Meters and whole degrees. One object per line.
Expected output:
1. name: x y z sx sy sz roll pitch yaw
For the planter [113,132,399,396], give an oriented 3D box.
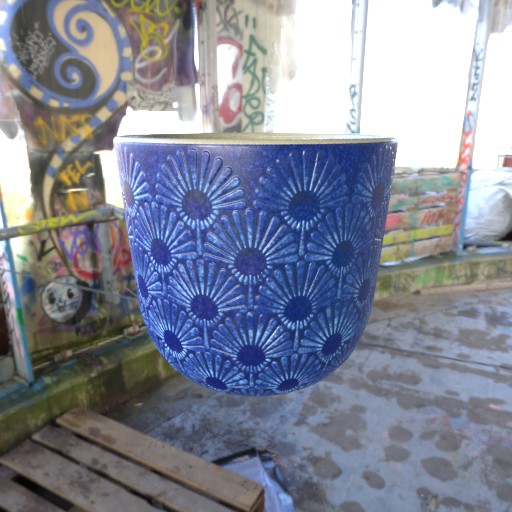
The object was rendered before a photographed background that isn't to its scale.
1. planter: 0.000 0.000 0.361 0.206 0.190 0.206 0 17 0
